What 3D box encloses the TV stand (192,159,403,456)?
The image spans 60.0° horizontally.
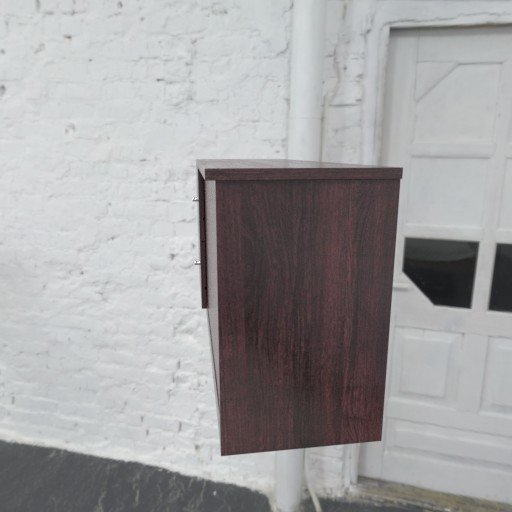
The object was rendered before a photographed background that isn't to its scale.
[{"bbox_3d":[0.000,0.000,1.475,0.404,0.614,1.192,-2,13,-8],"label":"TV stand"}]
